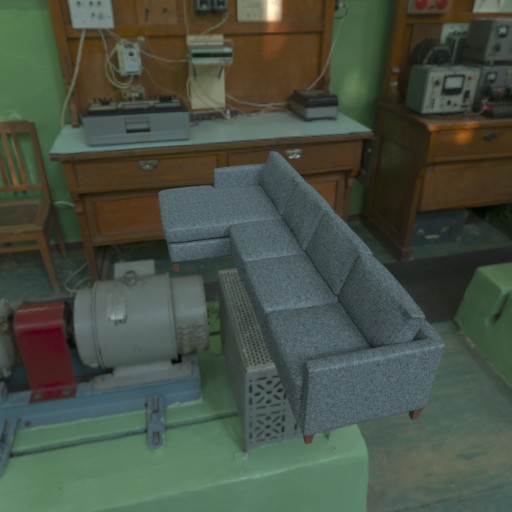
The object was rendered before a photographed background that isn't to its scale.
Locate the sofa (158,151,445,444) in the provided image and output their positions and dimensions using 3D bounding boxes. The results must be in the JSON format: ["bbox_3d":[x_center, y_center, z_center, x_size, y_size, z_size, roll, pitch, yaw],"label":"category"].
[{"bbox_3d":[0.000,0.000,4.170,1.635,0.960,3.485,-7,32,-12],"label":"sofa"}]
